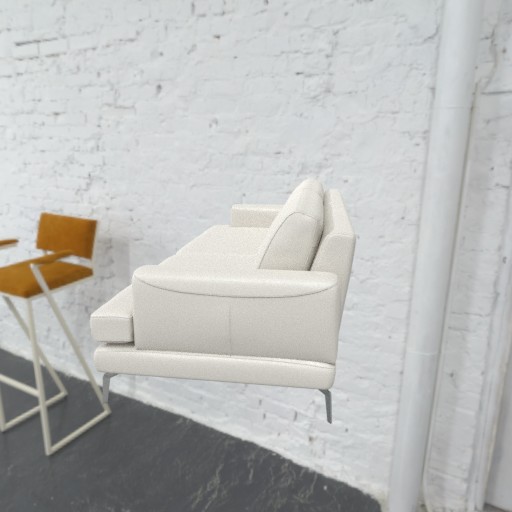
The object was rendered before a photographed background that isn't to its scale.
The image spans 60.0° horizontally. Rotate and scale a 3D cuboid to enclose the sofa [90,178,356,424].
[{"bbox_3d":[0.000,0.000,2.479,0.974,0.765,1.940,2,14,8],"label":"sofa"}]
